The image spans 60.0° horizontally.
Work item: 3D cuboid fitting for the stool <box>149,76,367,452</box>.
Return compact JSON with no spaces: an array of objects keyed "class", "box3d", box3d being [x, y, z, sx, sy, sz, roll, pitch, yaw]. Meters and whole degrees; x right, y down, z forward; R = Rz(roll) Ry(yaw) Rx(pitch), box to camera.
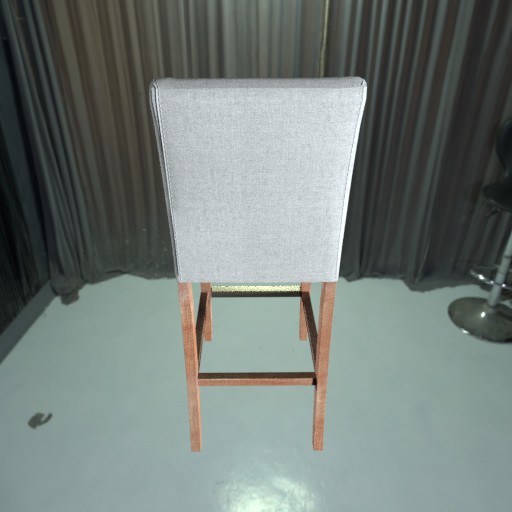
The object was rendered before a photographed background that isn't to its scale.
[{"class":"stool","box3d":[0.000,0.000,1.349,0.439,1.088,0.570,0,30,-1]}]
